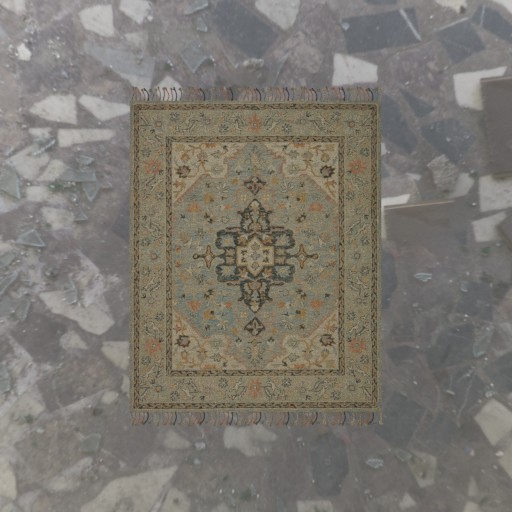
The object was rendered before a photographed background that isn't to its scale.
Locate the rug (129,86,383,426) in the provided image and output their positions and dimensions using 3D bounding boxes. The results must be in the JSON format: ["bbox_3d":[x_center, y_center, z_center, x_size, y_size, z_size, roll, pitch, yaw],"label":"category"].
[{"bbox_3d":[0.000,0.000,3.457,1.971,0.010,2.651,0,90,0],"label":"rug"}]
